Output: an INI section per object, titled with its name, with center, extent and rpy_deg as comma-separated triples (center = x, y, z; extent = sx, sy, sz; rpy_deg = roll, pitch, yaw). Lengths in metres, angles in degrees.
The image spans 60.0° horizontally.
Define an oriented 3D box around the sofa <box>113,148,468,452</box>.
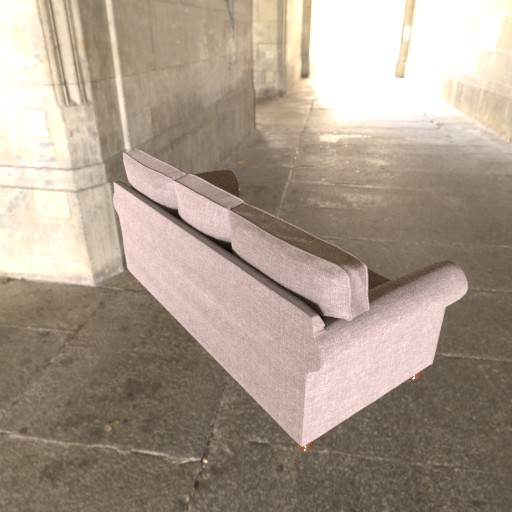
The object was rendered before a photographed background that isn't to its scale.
[sofa]
center = 0.000, 0.000, 2.569
extent = 0.916, 0.961, 2.084
rpy_deg = -18, 32, -32
